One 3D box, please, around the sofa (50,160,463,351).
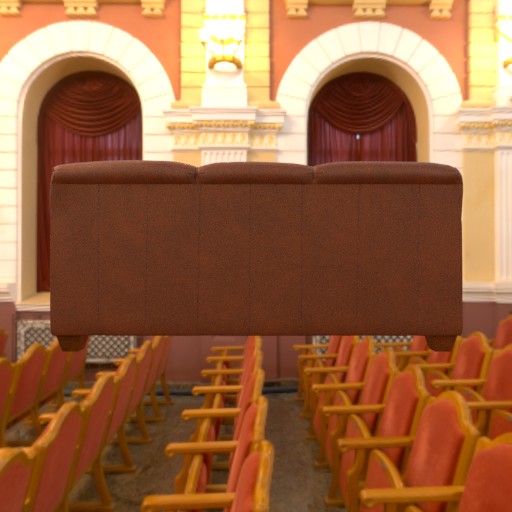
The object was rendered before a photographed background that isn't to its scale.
[{"bbox_3d":[0.000,0.000,2.621,2.039,0.953,1.008,0,-1,0],"label":"sofa"}]
